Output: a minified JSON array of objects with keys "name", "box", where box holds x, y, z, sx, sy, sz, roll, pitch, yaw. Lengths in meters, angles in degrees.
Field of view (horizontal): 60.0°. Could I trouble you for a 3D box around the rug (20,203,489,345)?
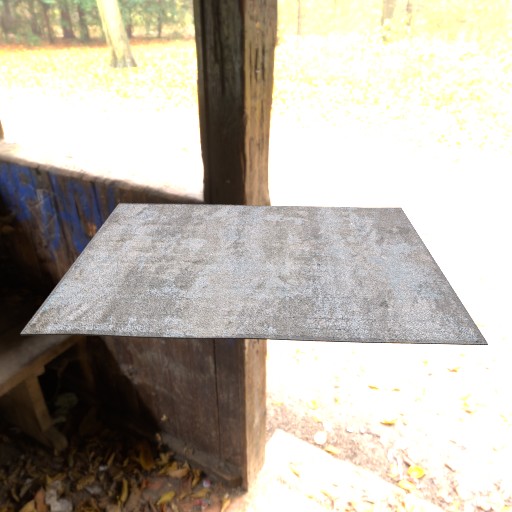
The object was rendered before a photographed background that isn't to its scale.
[{"name":"rug","box":[0.000,0.000,4.153,3.307,0.013,2.393,1,30,2]}]
